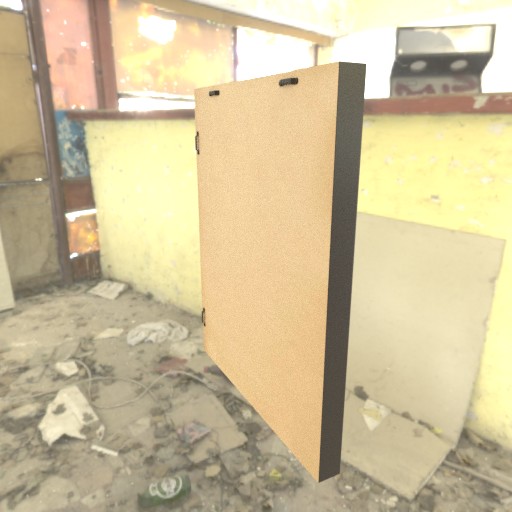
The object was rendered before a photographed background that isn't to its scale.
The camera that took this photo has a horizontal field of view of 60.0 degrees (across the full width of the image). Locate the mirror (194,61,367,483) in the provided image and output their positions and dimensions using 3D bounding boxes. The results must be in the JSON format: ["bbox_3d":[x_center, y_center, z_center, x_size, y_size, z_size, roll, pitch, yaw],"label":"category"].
[{"bbox_3d":[0.000,0.000,0.685,0.041,0.509,0.406,-9,19,-27],"label":"mirror"}]
